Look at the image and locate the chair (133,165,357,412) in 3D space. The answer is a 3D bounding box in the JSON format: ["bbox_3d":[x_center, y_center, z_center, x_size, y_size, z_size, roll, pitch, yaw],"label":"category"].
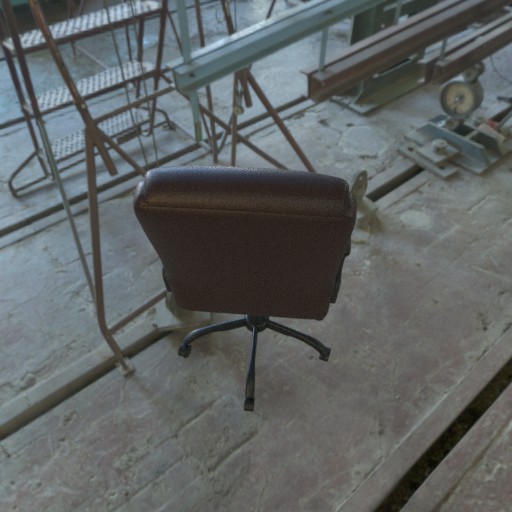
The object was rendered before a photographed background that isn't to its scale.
[{"bbox_3d":[0.000,0.000,1.461,0.615,1.072,0.655,4,48,3],"label":"chair"}]
